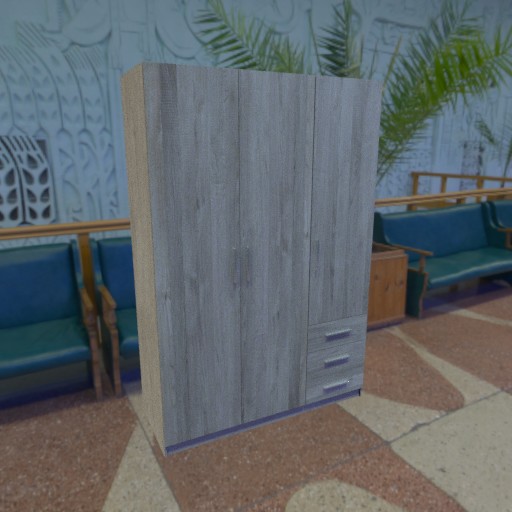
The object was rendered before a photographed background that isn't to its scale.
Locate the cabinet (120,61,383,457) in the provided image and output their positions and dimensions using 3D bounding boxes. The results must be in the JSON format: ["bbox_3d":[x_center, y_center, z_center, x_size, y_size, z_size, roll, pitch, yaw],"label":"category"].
[{"bbox_3d":[0.000,0.000,2.548,1.290,1.910,0.510,-7,16,-26],"label":"cabinet"}]
